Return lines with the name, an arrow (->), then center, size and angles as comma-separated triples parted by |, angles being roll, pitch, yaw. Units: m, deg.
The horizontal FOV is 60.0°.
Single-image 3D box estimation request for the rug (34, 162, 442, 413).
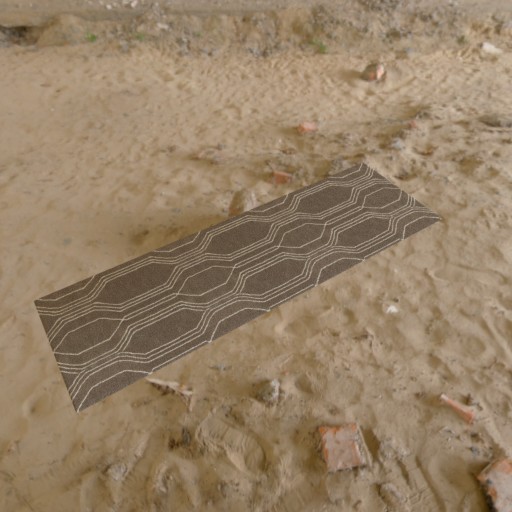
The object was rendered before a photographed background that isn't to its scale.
rug -> 0.000, 0.000, 2.717 | 2.464, 0.012, 0.773 | -25, 51, -22
